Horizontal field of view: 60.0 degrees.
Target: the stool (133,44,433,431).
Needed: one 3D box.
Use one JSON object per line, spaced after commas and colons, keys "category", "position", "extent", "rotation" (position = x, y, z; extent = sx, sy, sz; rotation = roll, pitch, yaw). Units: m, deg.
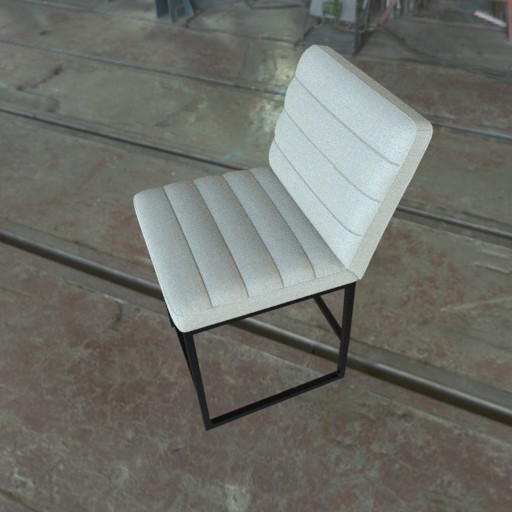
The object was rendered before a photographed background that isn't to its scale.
{"category": "stool", "position": [0.000, 0.000, 1.239], "extent": [0.560, 0.940, 0.460], "rotation": [-16, 48, -15]}
